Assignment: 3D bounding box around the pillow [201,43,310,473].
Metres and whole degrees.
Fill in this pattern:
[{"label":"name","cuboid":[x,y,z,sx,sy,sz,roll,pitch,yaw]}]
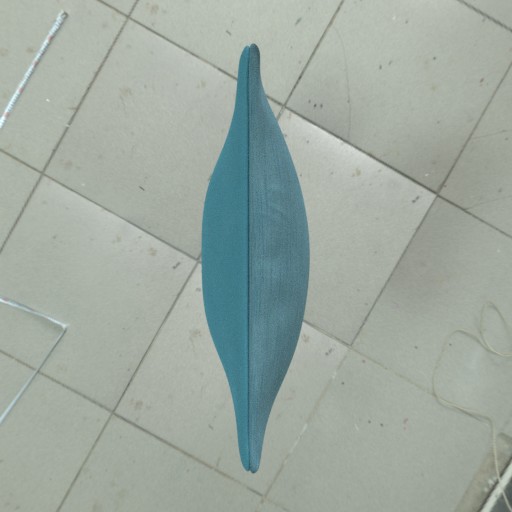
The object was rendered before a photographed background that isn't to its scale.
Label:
[{"label":"pillow","cuboid":[0.000,0.000,0.641,0.151,0.415,0.433,0,92,0]}]
